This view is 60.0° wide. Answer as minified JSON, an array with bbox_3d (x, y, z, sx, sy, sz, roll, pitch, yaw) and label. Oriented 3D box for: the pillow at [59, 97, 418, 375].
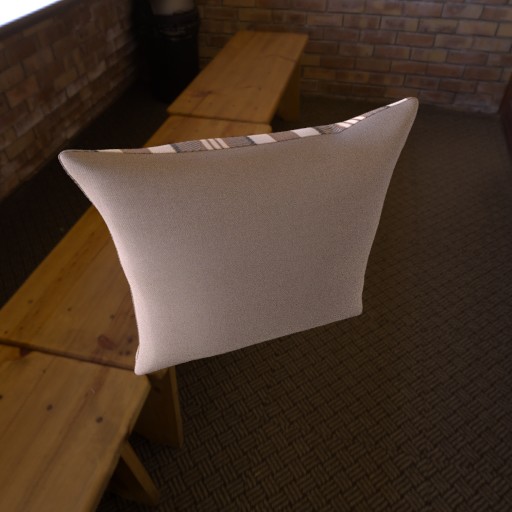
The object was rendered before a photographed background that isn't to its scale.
[{"bbox_3d":[0.000,0.000,0.622,0.416,0.401,0.173,-13,44,-14],"label":"pillow"}]
